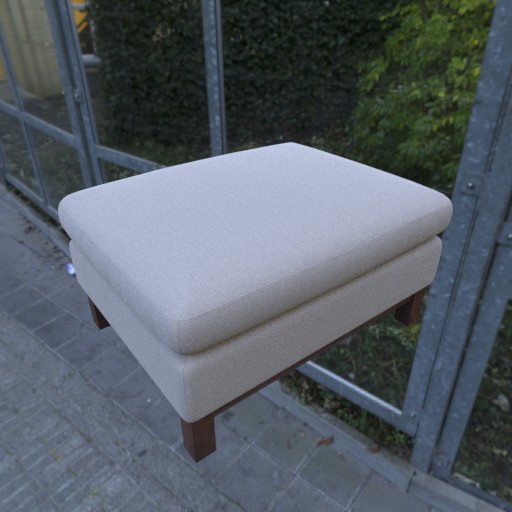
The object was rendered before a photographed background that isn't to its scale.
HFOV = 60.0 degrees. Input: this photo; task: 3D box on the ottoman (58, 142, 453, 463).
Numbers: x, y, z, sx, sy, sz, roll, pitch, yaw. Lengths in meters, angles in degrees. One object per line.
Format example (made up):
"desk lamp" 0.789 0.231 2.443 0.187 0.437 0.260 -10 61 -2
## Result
"ottoman" 0.000 0.000 1.121 0.771 0.420 0.606 -21 37 -32
